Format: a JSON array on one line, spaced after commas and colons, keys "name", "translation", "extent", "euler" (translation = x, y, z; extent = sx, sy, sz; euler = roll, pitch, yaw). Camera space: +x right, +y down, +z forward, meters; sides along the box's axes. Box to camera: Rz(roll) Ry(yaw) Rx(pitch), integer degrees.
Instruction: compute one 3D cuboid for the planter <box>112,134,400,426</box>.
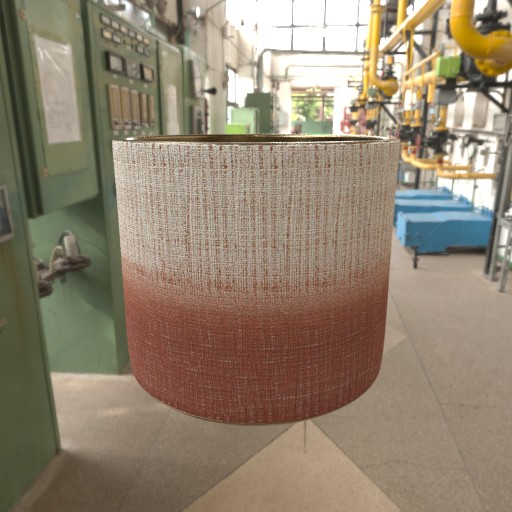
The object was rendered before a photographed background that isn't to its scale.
[{"name": "planter", "translation": [0.000, 0.000, 0.304], "extent": [0.178, 0.157, 0.178], "euler": [0, 17, 0]}]
